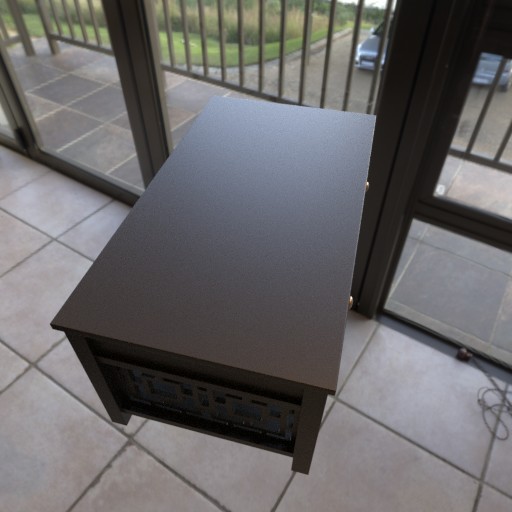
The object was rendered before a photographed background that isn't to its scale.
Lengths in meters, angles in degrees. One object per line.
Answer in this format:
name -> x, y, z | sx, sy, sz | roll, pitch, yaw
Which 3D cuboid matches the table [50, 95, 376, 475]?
table -> 0.000, 0.000, 1.408 | 0.612, 0.493, 1.068 | 11, 47, 10
